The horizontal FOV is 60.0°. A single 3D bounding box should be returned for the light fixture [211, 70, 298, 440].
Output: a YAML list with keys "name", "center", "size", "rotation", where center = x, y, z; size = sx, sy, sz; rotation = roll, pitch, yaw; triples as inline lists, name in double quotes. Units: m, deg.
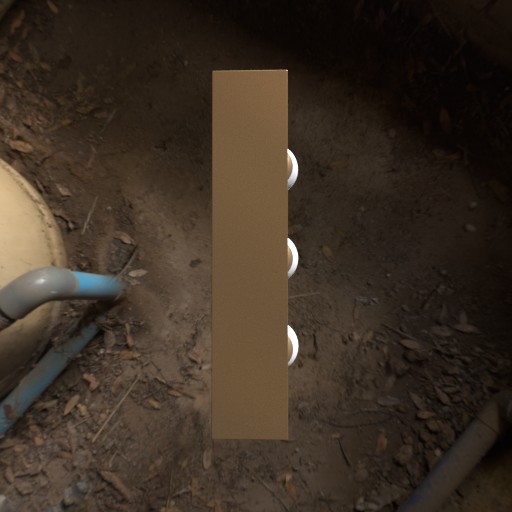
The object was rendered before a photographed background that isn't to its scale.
- name: "light fixture"
  center: [0.000, 0.000, 1.348]
  size: [0.299, 0.869, 0.863]
  rotation: [0, 89, 2]
